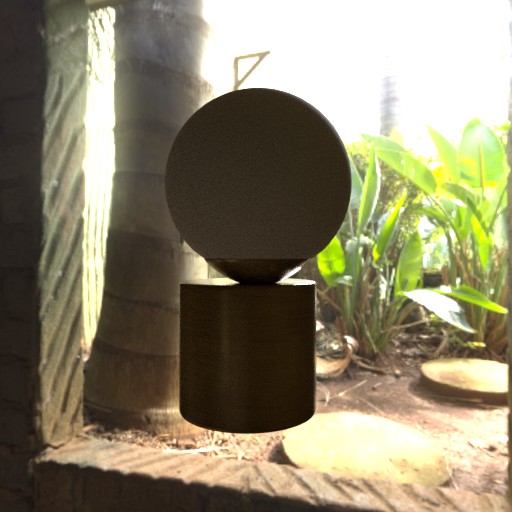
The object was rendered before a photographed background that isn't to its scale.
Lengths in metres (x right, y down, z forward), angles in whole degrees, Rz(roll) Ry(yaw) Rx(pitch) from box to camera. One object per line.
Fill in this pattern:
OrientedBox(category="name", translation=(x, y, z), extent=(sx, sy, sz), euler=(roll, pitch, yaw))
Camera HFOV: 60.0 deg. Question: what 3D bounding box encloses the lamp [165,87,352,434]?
OrientedBox(category="lamp", translation=(0.000, 0.000, 0.347), extent=(0.141, 0.250, 0.152), euler=(0, 0, -18))
